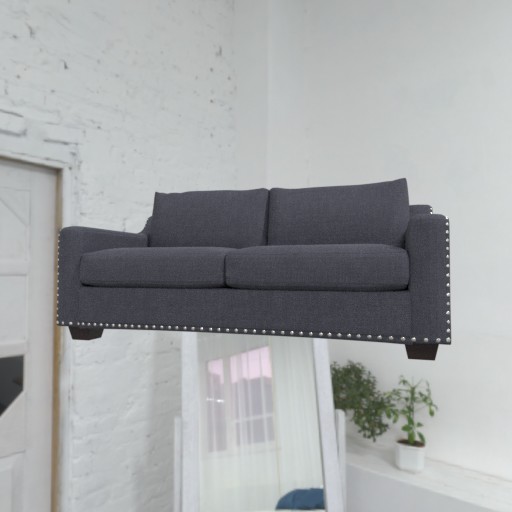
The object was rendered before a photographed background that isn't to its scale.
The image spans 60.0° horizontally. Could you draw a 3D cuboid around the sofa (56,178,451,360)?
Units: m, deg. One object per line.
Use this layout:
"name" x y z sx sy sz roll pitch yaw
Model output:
"sofa" 0.000 0.000 3.314 2.550 1.196 1.336 -1 -2 18
